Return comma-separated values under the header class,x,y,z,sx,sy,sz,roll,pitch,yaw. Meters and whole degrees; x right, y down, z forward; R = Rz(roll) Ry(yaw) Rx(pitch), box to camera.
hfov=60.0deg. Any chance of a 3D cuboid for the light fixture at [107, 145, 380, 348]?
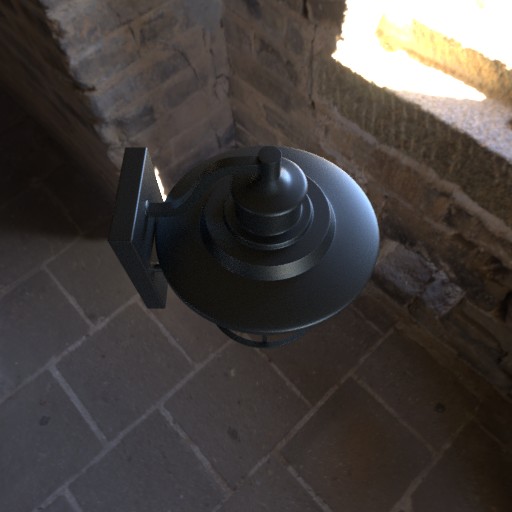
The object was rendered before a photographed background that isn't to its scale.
class,x,y,z,sx,sy,sz,roll,pitch,yaw
light fixture,0.000,0.000,0.507,0.252,0.345,0.222,0,62,0
